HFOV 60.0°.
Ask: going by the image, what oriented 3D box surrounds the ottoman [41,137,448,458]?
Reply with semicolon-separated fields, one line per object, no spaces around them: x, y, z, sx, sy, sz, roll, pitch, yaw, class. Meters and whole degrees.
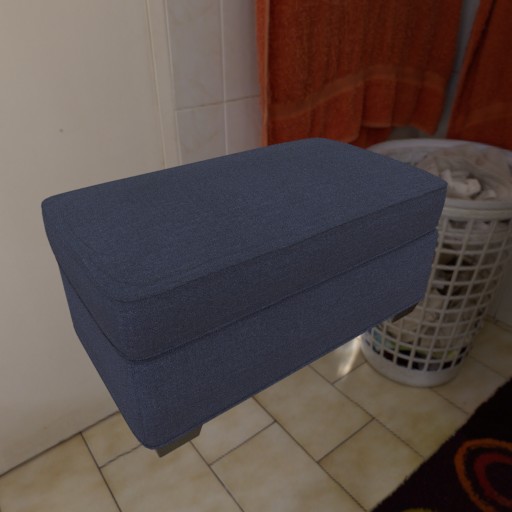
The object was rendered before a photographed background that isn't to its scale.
0.000;0.000;1.151;0.895;0.453;0.505;-21;37;-30;ottoman
